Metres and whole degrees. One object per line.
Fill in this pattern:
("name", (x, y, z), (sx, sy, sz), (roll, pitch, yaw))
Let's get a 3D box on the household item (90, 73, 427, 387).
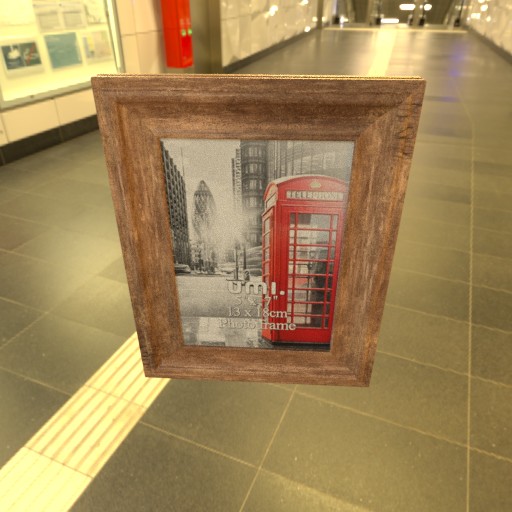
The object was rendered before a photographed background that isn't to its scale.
("household item", (0.000, 0.000, 0.312), (0.186, 0.237, 0.018), (2, 31, 3))
